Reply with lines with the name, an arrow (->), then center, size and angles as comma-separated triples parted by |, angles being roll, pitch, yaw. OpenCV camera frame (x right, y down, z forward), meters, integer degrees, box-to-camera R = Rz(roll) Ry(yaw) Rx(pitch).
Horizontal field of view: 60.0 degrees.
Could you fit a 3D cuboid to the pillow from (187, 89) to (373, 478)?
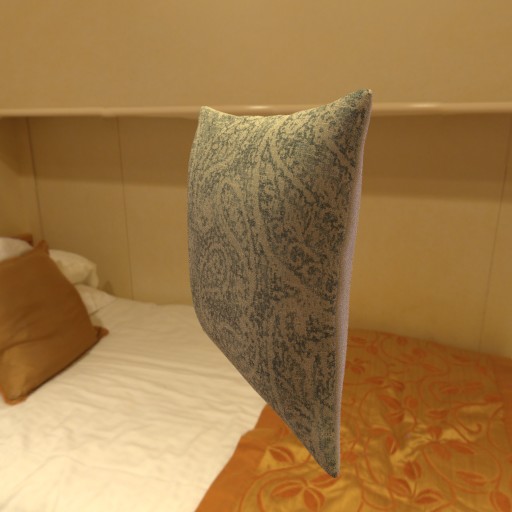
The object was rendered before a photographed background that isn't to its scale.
pillow -> 0.000, 0.000, 0.768 | 0.166, 0.510, 0.523 | -8, 18, -26
